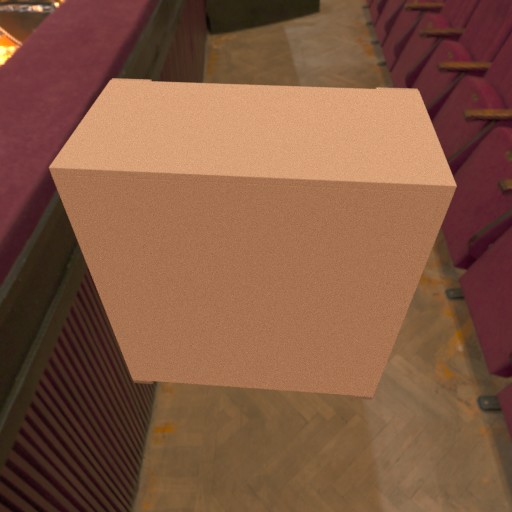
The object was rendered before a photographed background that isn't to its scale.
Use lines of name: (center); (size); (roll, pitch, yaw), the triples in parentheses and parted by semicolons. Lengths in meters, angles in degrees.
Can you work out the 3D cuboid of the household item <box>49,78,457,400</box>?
household item: (0.000, 0.000, 1.322); (0.800, 0.870, 0.420); (3, 46, 3)
